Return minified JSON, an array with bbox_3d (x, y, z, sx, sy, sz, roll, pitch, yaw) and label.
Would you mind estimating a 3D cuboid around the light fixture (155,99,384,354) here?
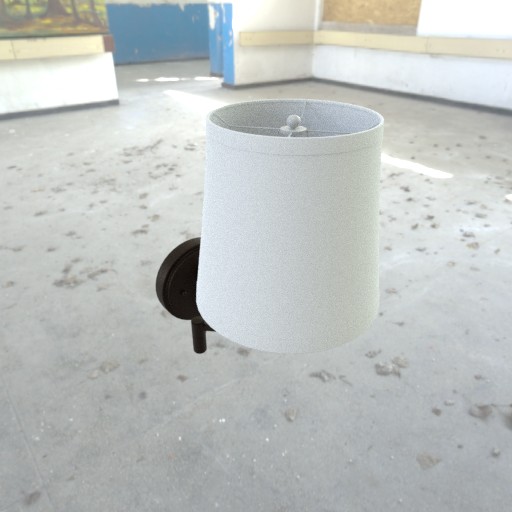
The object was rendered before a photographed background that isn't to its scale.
[{"bbox_3d":[0.000,0.000,0.262,0.100,0.172,0.157,-21,36,-32],"label":"light fixture"}]
